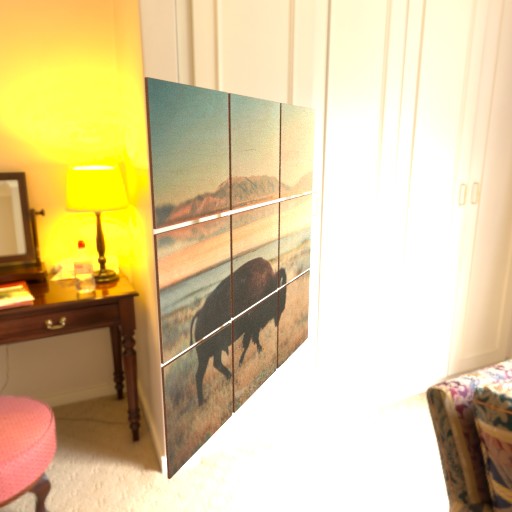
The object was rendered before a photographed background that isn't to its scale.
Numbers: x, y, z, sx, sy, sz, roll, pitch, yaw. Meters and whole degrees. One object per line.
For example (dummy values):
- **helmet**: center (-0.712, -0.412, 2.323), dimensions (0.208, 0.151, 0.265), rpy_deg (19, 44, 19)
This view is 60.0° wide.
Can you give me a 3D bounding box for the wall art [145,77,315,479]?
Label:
- **wall art**: center (0.000, 0.000, 2.277), dimensions (0.019, 1.532, 1.533), rpy_deg (7, 16, 27)
